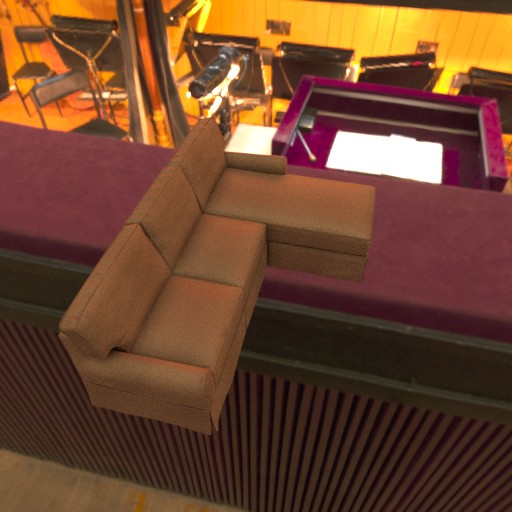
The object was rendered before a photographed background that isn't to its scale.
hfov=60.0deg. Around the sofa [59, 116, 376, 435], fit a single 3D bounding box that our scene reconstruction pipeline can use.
[{"bbox_3d":[0.000,0.000,3.374,1.733,0.978,2.475,10,46,10],"label":"sofa"}]
